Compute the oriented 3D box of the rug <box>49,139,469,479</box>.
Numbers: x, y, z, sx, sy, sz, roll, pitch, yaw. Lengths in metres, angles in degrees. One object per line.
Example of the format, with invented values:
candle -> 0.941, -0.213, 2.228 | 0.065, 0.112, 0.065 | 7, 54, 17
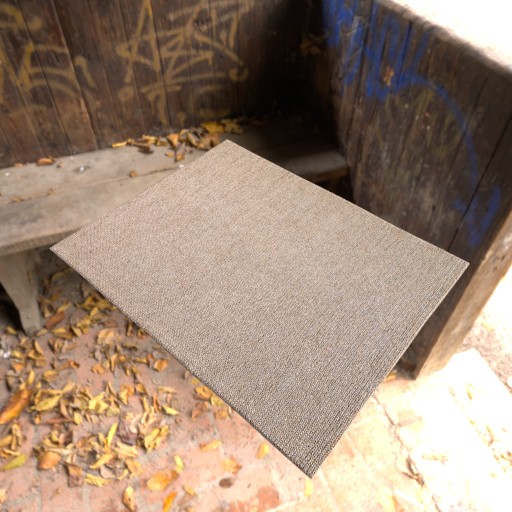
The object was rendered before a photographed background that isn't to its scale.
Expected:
rug -> 0.000, 0.000, 4.076 | 3.034, 0.012, 2.406 | 33, 56, 26
